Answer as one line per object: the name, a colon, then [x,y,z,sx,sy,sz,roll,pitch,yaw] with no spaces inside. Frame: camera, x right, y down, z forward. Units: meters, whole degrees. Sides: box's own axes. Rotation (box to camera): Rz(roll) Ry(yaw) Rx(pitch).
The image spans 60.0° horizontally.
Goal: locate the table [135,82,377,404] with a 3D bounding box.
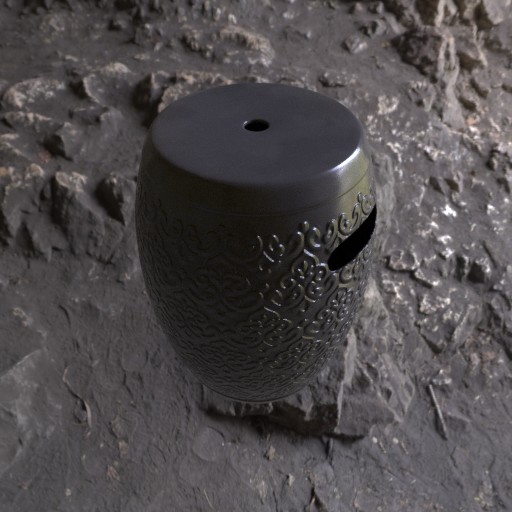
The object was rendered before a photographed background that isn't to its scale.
table: [0.000,0.000,0.617,0.309,0.397,0.309,0,44,0]
